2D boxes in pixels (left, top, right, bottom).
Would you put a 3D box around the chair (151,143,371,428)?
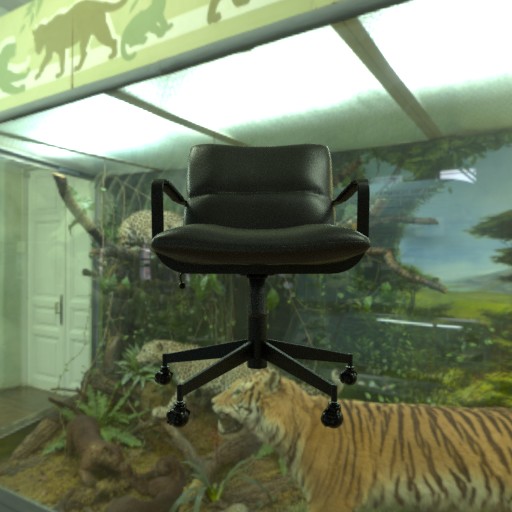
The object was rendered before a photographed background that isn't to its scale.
[{"bbox_3d":[0.000,0.000,1.470,0.719,0.922,0.748,0,0,0],"label":"chair"}]
